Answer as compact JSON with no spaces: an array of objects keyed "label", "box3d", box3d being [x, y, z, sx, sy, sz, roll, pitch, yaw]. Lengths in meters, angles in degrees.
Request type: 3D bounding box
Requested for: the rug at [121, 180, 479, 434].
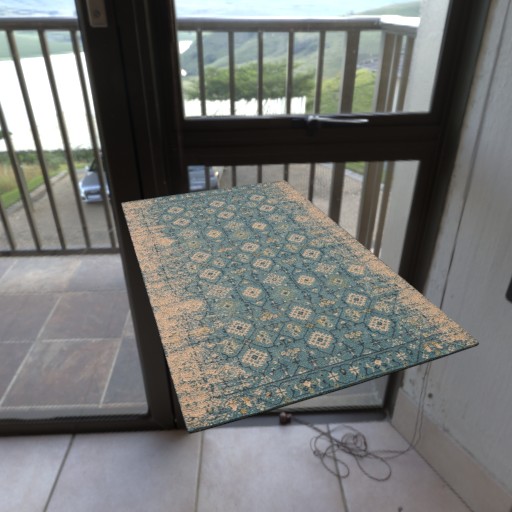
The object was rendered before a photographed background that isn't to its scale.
[{"label":"rug","box3d":[0.000,0.000,2.183,1.102,0.008,1.795,-11,32,-18]}]
